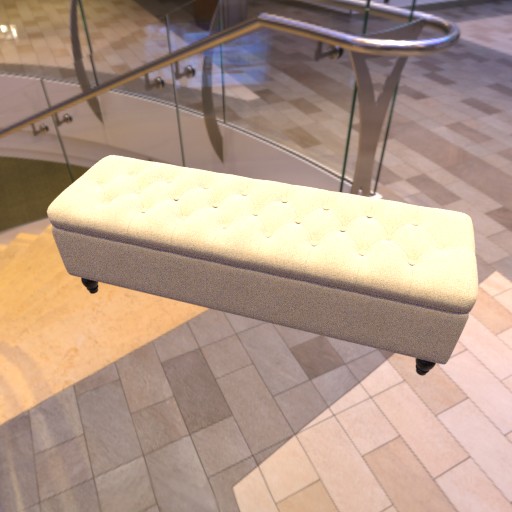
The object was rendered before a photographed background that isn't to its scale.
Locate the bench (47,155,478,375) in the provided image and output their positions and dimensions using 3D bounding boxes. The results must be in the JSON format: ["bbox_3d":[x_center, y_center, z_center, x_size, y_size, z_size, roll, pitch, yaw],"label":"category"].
[{"bbox_3d":[0.000,0.000,1.720,1.480,0.467,0.455,12,42,13],"label":"bench"}]
